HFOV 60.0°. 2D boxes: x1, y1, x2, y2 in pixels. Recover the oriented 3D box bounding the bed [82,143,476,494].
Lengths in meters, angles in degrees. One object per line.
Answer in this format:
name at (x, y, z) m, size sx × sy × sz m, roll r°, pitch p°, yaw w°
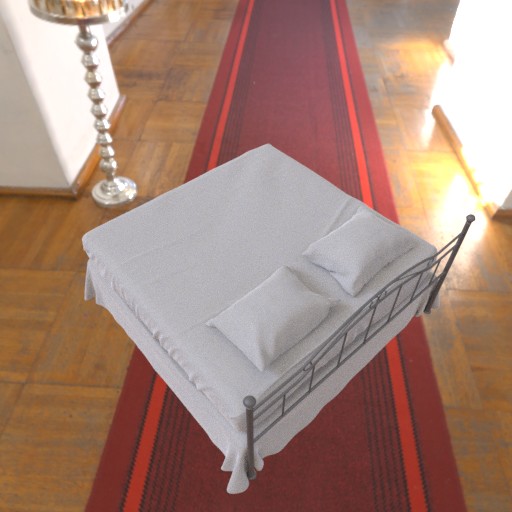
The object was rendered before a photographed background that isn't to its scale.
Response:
bed at (0.000, 0.000, 3.460) m, size 2.309 × 1.080 × 2.220 m, roll -33°, pitch 55°, yaw -27°
